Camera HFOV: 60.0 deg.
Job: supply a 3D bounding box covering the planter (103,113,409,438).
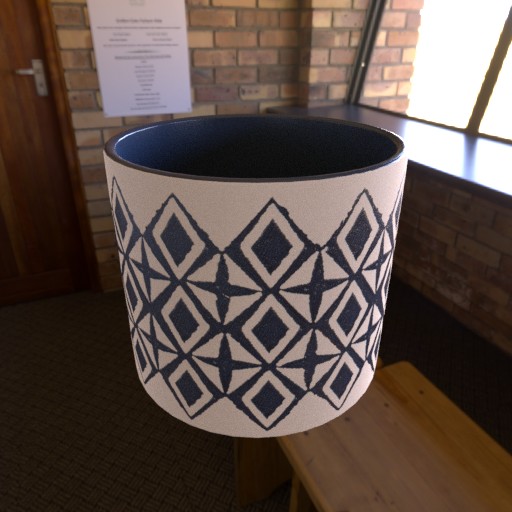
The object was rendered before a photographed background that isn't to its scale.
[{"bbox_3d":[0.000,0.000,0.311,0.182,0.165,0.182,0,27,0],"label":"planter"}]
